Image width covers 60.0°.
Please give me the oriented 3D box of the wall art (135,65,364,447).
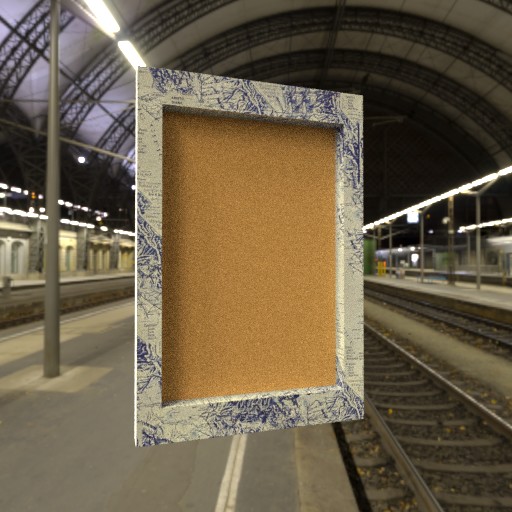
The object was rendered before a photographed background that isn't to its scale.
[{"bbox_3d":[0.000,0.000,0.487,0.255,0.376,0.025,0,-1,-18],"label":"wall art"}]
